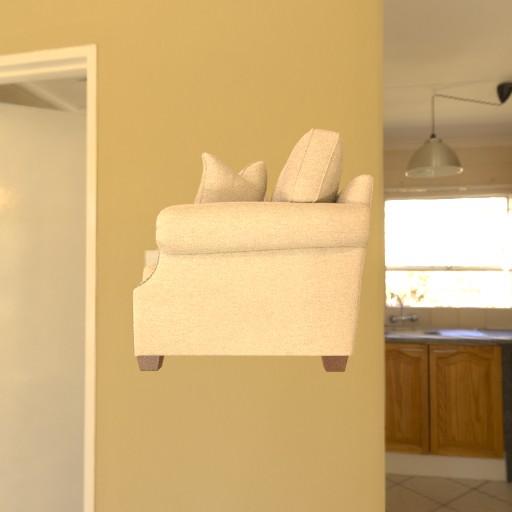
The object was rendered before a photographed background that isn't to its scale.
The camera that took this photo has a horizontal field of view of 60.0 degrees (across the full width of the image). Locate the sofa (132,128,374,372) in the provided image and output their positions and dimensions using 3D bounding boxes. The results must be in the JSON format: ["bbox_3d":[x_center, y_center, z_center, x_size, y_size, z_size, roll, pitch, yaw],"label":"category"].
[{"bbox_3d":[0.000,0.000,2.809,0.965,0.975,2.312,0,-2,1],"label":"sofa"}]
